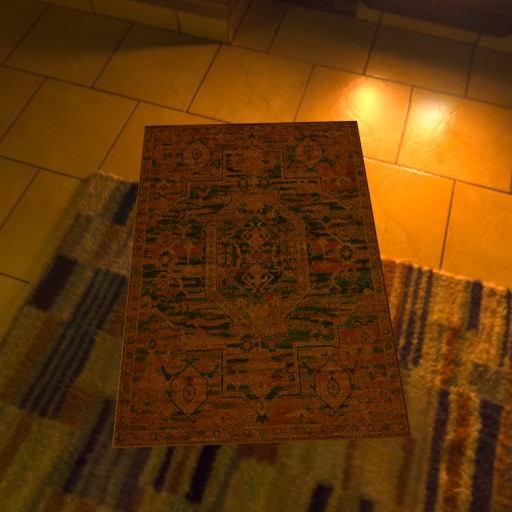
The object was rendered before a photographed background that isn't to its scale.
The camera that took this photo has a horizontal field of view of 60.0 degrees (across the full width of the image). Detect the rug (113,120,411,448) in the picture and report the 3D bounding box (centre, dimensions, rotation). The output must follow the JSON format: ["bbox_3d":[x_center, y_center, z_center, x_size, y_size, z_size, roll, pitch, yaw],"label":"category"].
[{"bbox_3d":[0.000,0.000,2.831,1.588,0.024,2.204,-2,64,-1],"label":"rug"}]
